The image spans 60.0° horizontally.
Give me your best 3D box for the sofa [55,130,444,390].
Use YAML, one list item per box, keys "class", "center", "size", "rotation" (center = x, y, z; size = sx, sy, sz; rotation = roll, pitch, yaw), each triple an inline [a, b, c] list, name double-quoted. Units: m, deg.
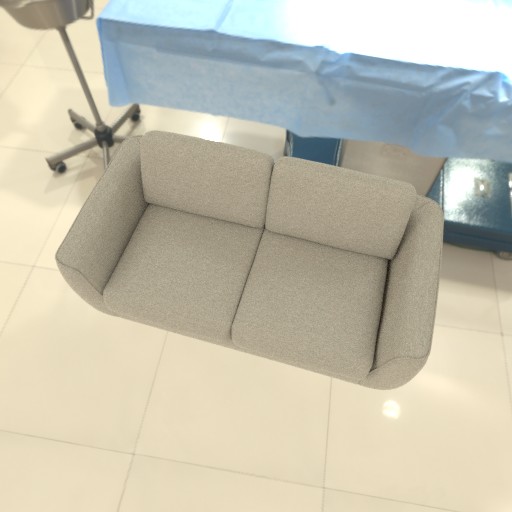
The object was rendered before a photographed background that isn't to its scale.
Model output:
- class: "sofa"
  center: [0.000, 0.000, 2.233]
  size: [1.700, 0.850, 0.920]
  rotation: [14, 59, 8]
